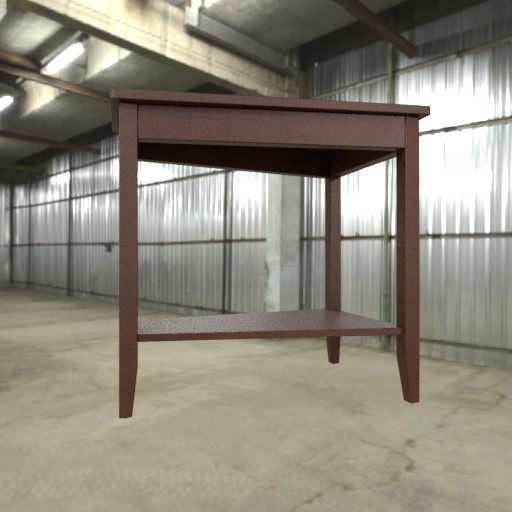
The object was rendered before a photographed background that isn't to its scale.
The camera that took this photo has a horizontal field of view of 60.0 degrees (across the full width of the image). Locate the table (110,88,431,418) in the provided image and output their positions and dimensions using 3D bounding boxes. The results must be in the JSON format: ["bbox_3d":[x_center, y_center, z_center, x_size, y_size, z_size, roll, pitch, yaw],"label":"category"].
[{"bbox_3d":[0.000,0.000,0.973,0.605,0.589,0.399,0,0,-17],"label":"table"}]
